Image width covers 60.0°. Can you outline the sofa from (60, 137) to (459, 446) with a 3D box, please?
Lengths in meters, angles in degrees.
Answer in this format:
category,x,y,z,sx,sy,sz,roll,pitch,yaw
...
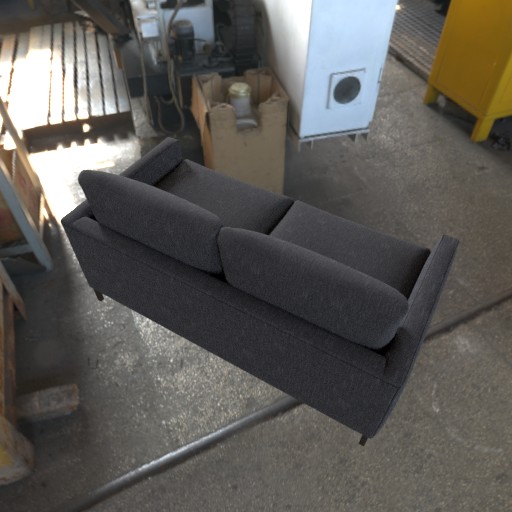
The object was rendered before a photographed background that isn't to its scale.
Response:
category,x,y,z,sx,sy,sz,roll,pitch,yaw
sofa,0.000,0.000,2.216,1.716,0.862,0.866,23,51,20
